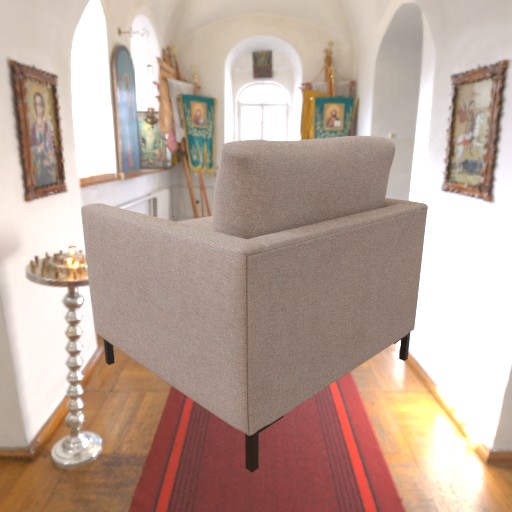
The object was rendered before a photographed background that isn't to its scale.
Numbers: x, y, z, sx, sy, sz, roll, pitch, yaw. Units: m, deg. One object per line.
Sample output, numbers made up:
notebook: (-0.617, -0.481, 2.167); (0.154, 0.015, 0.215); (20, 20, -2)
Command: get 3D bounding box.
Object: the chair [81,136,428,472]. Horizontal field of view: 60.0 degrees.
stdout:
chair: (0.000, 0.000, 1.644); (0.963, 0.861, 0.866); (-15, 22, -43)
